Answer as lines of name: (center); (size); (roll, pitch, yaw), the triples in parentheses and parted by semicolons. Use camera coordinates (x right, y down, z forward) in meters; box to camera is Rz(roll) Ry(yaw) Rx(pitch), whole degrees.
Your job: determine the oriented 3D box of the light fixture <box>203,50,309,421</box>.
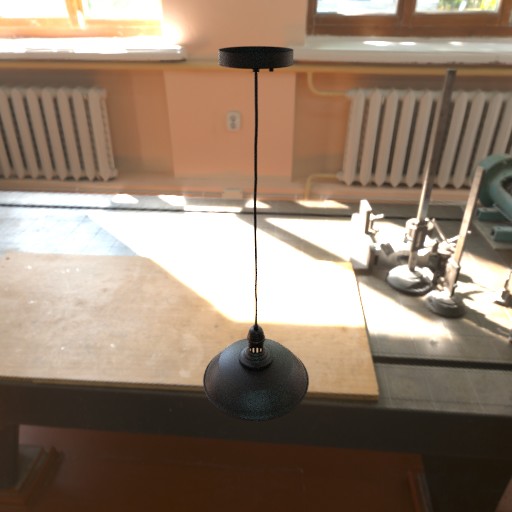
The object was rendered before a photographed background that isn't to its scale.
light fixture: (0.000, 0.000, 1.172); (0.331, 0.993, 0.331); (22, 37, 33)
